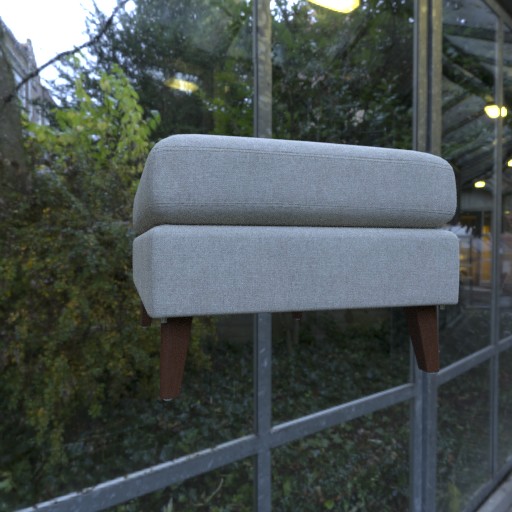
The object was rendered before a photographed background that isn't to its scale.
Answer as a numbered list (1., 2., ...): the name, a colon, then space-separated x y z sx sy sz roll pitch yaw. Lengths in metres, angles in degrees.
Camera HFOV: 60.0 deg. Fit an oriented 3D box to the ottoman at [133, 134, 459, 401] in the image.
1. ottoman: 0.000 0.000 1.178 0.610 0.478 0.823 0 1 -17
